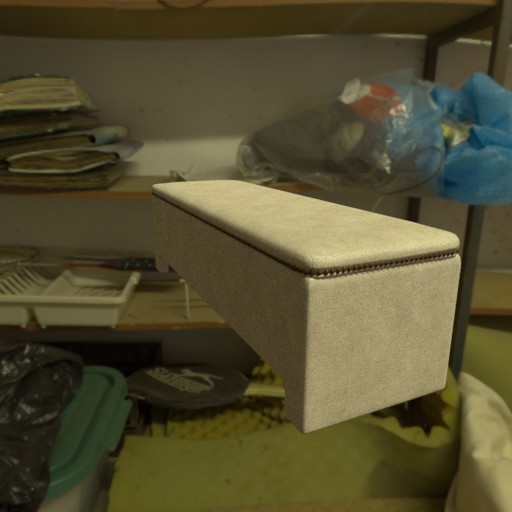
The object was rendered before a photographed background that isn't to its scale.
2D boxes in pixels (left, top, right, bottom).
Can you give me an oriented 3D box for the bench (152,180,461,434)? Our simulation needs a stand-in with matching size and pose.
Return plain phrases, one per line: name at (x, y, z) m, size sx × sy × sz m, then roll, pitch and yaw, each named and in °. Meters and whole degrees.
bench at (0.000, 0.000, 1.699) m, size 0.470 × 0.447 × 1.482 m, roll -7°, pitch 17°, yaw -24°
